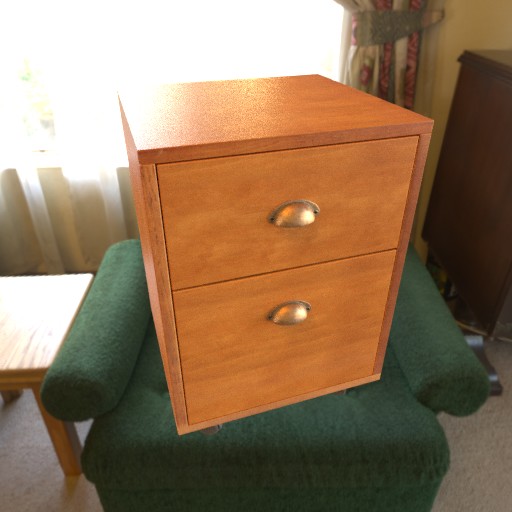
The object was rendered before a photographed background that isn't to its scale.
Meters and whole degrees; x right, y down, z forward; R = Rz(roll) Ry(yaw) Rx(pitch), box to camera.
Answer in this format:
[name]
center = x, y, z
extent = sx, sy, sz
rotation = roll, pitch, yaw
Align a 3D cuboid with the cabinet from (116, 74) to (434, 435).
[cabinet]
center = 0.000, 0.000, 0.863
extent = 0.409, 0.579, 0.401
rotation = -10, 33, -16
